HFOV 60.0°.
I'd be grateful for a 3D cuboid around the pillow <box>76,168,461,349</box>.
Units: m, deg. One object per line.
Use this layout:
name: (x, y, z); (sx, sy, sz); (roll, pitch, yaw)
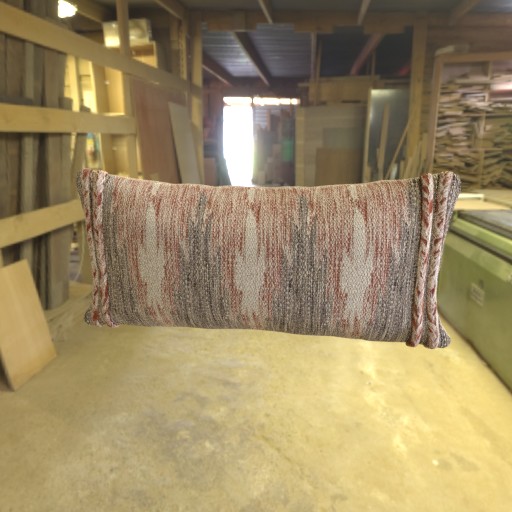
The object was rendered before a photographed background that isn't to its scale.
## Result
pillow: (0.000, 0.000, 0.734); (0.635, 0.282, 0.139); (2, 14, 9)
